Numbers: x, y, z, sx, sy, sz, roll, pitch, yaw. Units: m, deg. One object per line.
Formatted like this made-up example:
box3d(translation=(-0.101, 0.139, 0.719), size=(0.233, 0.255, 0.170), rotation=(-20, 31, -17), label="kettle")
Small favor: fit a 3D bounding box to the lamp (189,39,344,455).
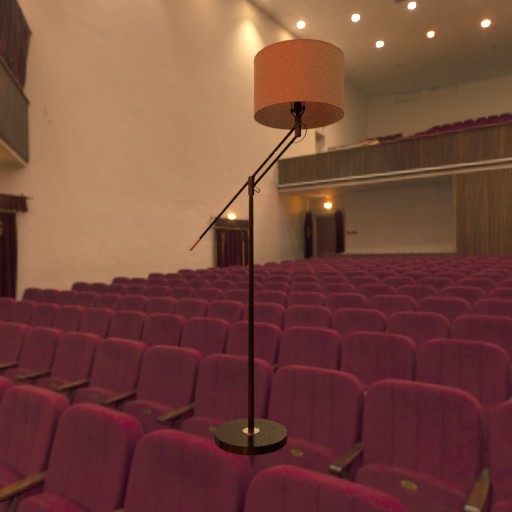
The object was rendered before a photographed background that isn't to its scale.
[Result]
box3d(translation=(0.000, 0.000, 1.968), size=(0.809, 1.635, 0.373), rotation=(0, 0, 36), label="lamp")
